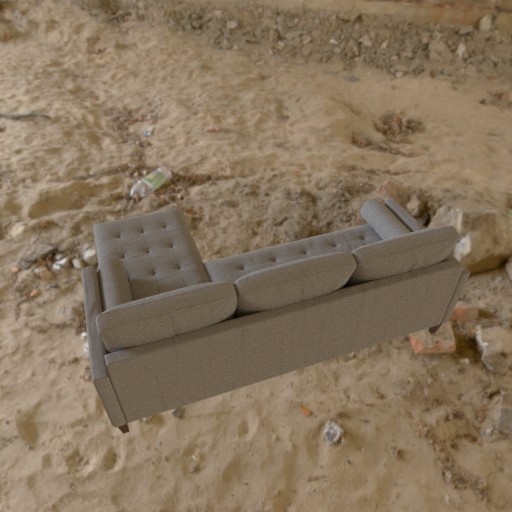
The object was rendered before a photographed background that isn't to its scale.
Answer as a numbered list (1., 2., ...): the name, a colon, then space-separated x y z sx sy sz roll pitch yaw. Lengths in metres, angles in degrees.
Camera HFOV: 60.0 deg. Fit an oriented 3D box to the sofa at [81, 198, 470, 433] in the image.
1. sofa: 0.000 0.000 2.973 2.178 0.875 1.506 -14 43 -15
